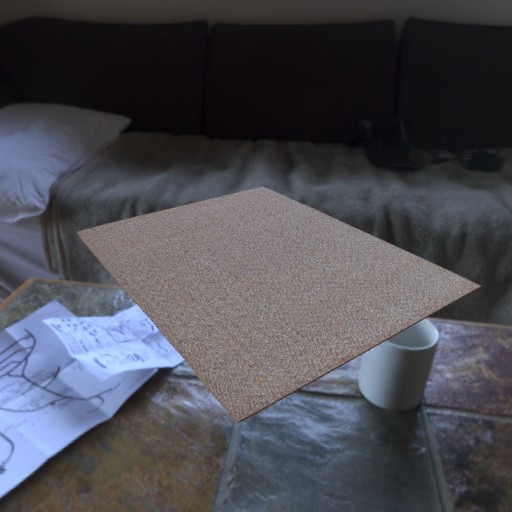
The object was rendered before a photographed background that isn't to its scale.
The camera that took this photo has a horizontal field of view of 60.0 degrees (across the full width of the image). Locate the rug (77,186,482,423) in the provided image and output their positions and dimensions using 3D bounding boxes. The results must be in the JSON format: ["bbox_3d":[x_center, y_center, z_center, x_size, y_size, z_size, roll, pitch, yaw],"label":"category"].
[{"bbox_3d":[0.000,0.000,4.129,2.439,0.013,3.048,-19,33,-31],"label":"rug"}]
